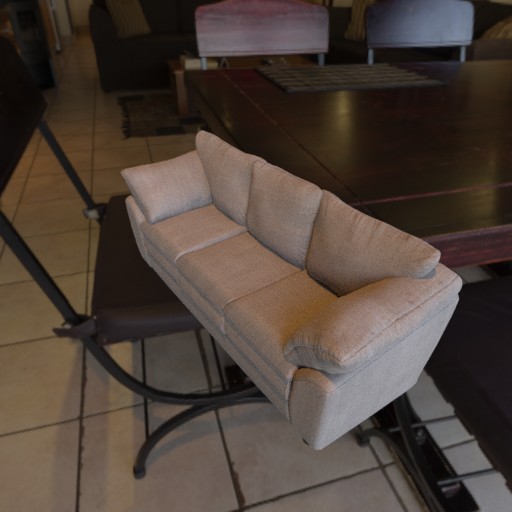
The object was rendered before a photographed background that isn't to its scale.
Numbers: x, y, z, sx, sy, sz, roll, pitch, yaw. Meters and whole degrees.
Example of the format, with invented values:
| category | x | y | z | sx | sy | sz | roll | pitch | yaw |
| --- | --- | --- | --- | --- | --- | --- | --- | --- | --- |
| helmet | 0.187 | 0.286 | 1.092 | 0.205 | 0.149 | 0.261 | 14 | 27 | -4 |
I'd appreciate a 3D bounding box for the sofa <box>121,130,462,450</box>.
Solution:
| category | x | y | z | sx | sy | sz | roll | pitch | yaw |
| --- | --- | --- | --- | --- | --- | --- | --- | --- | --- |
| sofa | 0.000 | 0.000 | 2.811 | 0.878 | 0.996 | 2.334 | -21 | 38 | -29 |
